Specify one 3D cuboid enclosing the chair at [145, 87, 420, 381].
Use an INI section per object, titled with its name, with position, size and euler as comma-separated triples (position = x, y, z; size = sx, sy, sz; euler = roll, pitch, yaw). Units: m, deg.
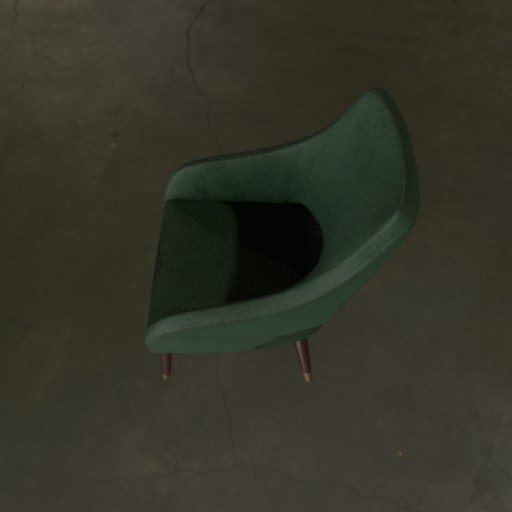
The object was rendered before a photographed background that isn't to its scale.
[chair]
position = 0.000, 0.000, 1.564
size = 0.794, 1.081, 0.683
euler = 0, 58, 0
